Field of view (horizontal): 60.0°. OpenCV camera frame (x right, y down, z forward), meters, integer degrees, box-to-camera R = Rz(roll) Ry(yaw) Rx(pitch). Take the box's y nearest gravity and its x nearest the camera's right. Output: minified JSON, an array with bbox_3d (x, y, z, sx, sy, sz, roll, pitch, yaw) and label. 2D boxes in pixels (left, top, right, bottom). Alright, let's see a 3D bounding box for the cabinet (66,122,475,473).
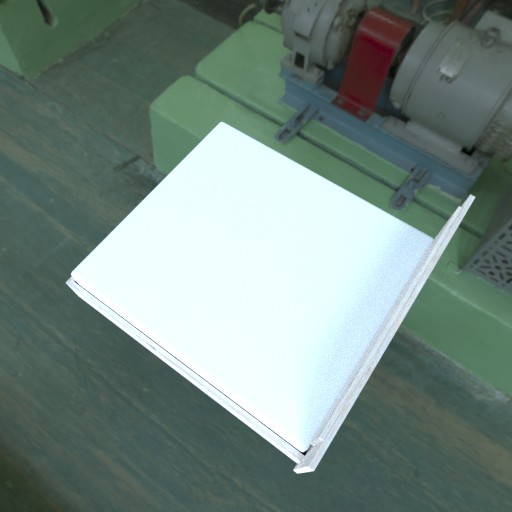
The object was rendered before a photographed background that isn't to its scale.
[{"bbox_3d":[0.000,0.000,3.185,2.080,0.970,1.950,33,68,15],"label":"cabinet"}]
